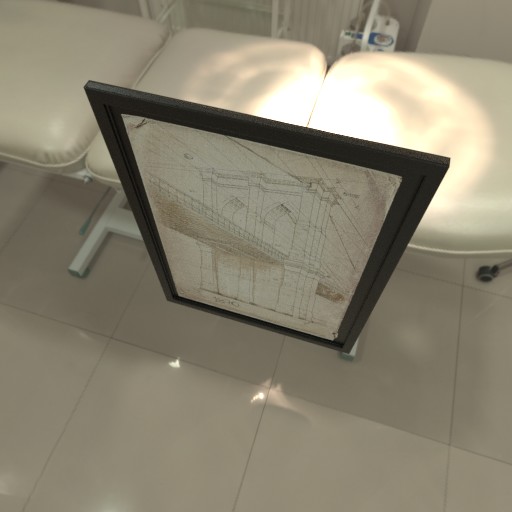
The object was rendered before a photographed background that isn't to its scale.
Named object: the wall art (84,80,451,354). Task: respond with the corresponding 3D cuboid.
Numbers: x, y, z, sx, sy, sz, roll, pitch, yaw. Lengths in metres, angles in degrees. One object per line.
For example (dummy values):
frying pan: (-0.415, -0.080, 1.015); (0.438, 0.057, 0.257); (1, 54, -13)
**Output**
wall art: (0.000, 0.000, 0.841); (0.480, 0.657, 0.016); (15, 60, 9)
